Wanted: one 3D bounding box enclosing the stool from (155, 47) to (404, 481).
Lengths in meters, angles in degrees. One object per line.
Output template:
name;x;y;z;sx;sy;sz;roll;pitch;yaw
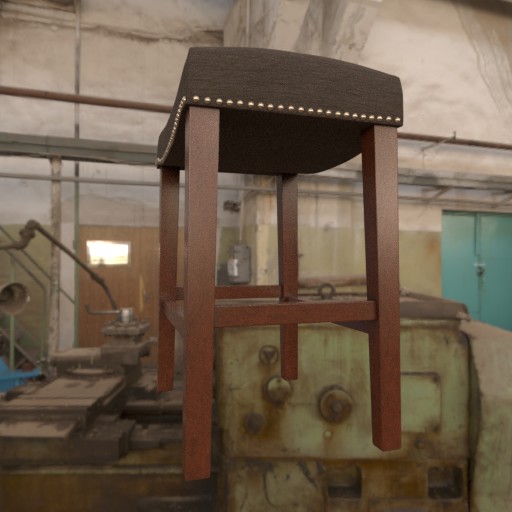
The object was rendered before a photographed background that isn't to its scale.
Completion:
stool;0.000;0.000;0.921;0.372;0.654;0.504;0;0;-17
